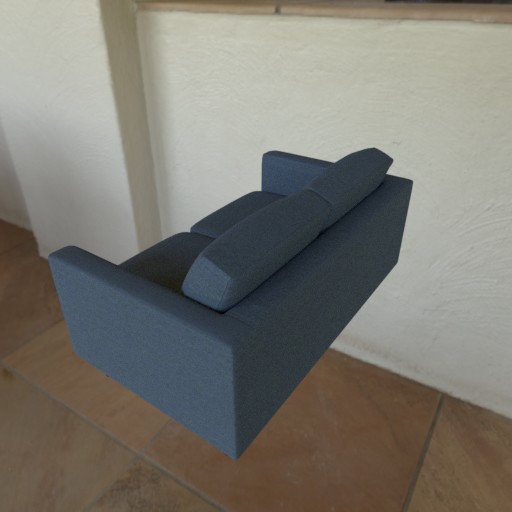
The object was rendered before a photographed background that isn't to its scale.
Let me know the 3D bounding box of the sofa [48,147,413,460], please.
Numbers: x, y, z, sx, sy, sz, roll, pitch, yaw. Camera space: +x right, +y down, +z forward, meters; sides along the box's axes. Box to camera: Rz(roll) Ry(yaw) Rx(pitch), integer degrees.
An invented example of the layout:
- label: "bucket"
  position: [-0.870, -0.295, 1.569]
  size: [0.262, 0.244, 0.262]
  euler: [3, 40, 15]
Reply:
- label: "sofa"
  position: [0.000, 0.000, 2.277]
  size: [0.999, 0.907, 1.659]
  euler: [20, 37, 29]
